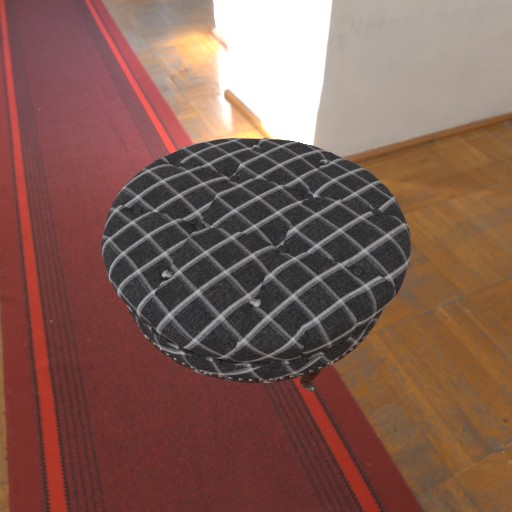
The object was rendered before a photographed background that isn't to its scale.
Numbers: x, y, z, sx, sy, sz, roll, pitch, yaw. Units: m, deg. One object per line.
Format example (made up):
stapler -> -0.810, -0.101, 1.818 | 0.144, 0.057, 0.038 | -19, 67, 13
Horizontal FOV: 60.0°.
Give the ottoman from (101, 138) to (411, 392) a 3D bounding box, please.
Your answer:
ottoman -> 0.000, 0.000, 1.433 | 0.901, 0.439, 0.901 | 0, 47, 0
